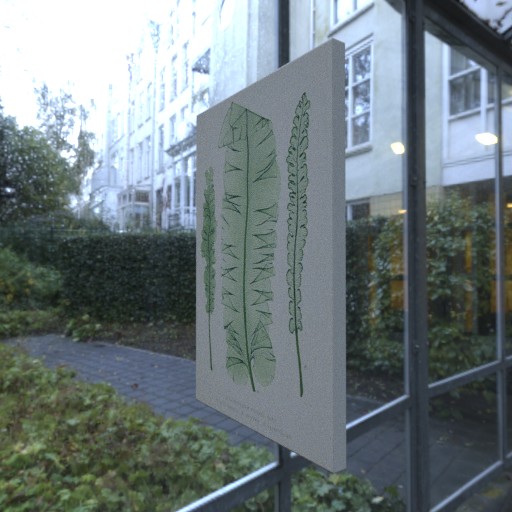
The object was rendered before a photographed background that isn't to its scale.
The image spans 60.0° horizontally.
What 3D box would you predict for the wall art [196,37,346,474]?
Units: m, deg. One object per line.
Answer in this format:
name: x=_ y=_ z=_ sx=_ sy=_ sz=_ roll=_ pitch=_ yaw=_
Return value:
wall art: x=0.000 y=0.000 z=1.189 sx=0.038 sy=0.914 sz=0.610 roll=1 pitch=-1 yaw=-35
